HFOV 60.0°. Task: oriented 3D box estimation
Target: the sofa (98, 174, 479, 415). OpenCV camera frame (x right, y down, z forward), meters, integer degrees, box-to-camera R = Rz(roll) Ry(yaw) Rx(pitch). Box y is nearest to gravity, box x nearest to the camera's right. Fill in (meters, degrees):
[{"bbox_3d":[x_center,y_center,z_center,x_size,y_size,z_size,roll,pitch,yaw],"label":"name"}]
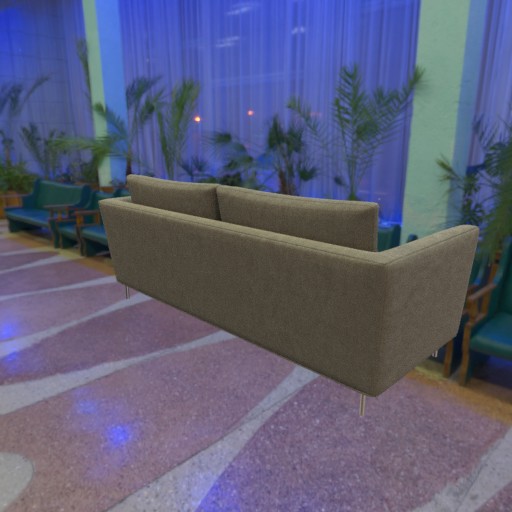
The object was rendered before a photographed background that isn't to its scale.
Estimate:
[{"bbox_3d":[0.000,0.000,2.563,2.121,0.864,0.889,15,21,43],"label":"sofa"}]
